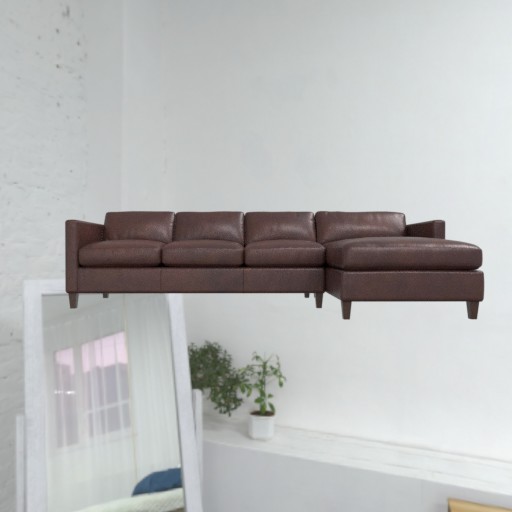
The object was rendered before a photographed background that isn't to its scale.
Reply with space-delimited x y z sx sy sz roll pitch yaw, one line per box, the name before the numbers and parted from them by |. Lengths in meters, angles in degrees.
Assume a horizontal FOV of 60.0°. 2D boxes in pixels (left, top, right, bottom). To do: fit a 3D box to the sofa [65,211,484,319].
sofa | 0.000 0.000 3.854 3.203 0.883 1.581 0 1 -1
